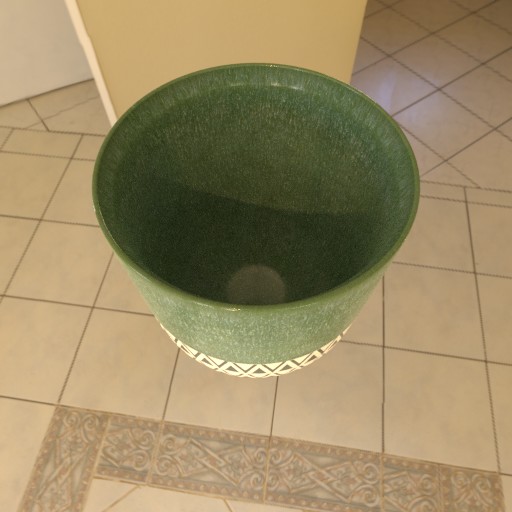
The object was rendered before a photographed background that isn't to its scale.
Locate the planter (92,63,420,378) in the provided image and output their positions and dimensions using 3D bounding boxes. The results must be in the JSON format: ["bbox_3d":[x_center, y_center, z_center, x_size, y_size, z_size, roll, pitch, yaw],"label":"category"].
[{"bbox_3d":[0.000,0.000,0.357,0.195,0.214,0.195,0,58,0],"label":"planter"}]
